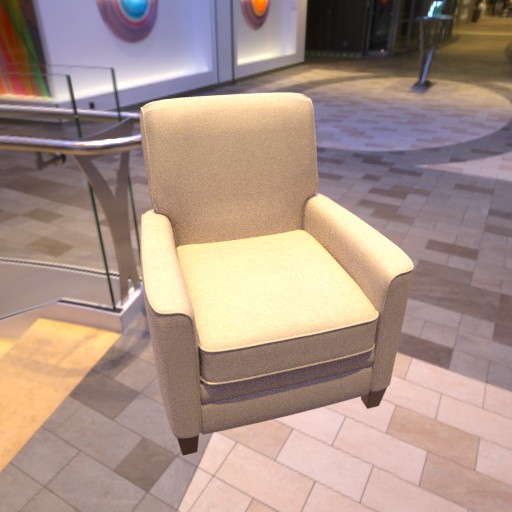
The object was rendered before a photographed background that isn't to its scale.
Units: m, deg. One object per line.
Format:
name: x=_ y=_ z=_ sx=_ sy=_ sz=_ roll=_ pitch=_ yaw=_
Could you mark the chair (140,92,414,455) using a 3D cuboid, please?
chair: x=0.000 y=0.000 z=1.648 sx=0.841 sy=1.023 sz=0.858 roll=-9 pitch=31 yaw=-15
